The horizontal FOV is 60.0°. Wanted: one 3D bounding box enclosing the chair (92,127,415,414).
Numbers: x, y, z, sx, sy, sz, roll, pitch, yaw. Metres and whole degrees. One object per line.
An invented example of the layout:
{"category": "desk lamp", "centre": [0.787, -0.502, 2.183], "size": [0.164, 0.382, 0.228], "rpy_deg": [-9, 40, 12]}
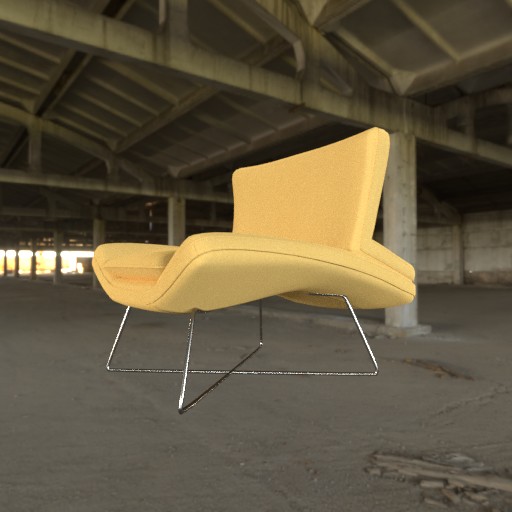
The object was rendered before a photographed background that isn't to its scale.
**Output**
{"category": "chair", "centre": [0.000, 0.000, 1.679], "size": [1.008, 0.855, 0.859], "rpy_deg": [1, -1, -36]}
